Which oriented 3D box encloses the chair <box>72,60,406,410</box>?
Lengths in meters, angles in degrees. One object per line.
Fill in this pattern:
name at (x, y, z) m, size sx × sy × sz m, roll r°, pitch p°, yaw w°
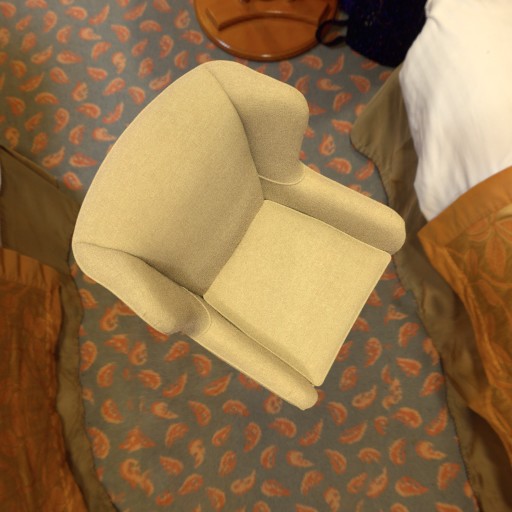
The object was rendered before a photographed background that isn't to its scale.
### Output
chair at (0.000, 0.000, 1.753) m, size 0.966 × 1.040 × 0.838 m, roll 31°, pitch 78°, yaw 7°
